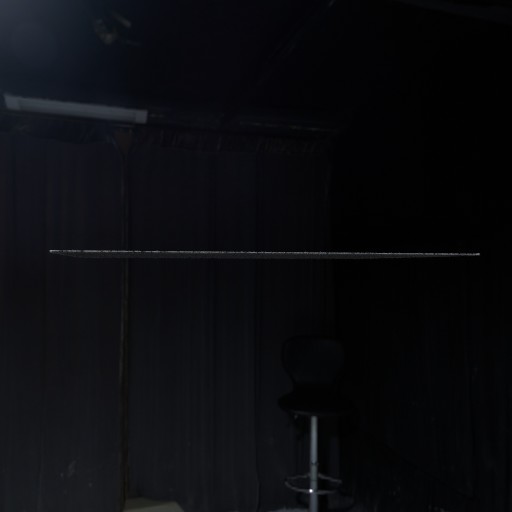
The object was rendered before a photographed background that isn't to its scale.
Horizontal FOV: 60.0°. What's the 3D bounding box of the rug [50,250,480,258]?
[{"bbox_3d":[0.000,0.000,3.109,2.442,0.010,1.546,0,-1,-17],"label":"rug"}]
